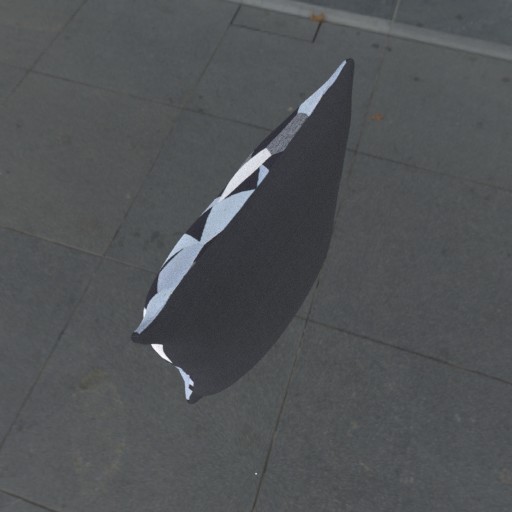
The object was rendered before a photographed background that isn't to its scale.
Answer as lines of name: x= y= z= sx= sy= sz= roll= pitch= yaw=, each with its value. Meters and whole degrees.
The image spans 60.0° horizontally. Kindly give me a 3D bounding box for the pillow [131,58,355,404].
pillow: x=0.000 y=0.000 z=0.767 sx=0.208 sy=0.496 sz=0.503 roll=30 pitch=68 yaw=14
